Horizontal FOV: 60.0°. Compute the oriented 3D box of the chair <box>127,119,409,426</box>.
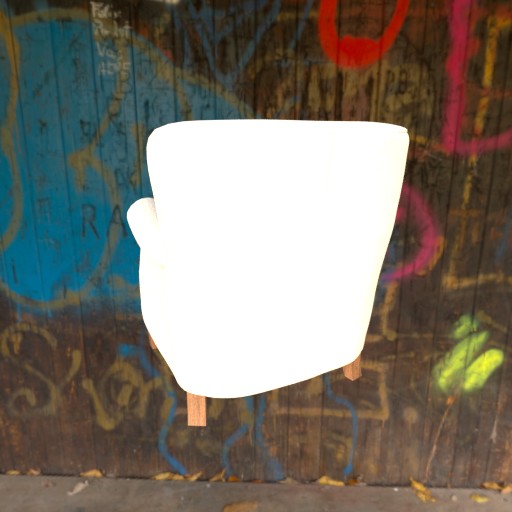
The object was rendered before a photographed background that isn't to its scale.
[{"bbox_3d":[0.000,0.000,1.645,0.861,0.936,0.921,-7,16,-25],"label":"chair"}]
